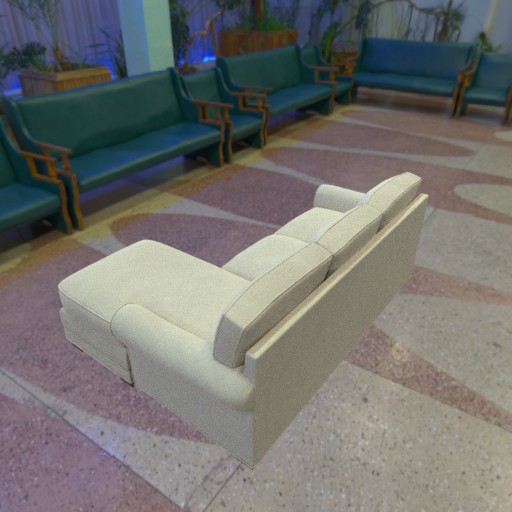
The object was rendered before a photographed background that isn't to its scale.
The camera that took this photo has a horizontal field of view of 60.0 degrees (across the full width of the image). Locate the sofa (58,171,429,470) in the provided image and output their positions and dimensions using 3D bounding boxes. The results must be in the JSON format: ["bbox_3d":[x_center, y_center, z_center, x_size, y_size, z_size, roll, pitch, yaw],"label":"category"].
[{"bbox_3d":[0.000,0.000,2.381,1.226,0.734,1.770,22,38,31],"label":"sofa"}]
